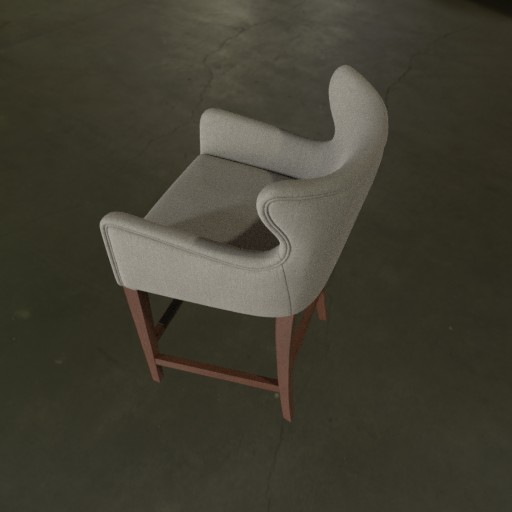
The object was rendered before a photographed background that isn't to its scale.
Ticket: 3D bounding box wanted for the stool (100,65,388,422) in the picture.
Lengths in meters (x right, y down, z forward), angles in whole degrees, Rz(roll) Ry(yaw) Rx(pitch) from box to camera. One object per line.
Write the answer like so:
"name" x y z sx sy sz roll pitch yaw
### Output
"stool" 0.000 0.000 1.303 0.575 0.951 0.575 16 48 15
